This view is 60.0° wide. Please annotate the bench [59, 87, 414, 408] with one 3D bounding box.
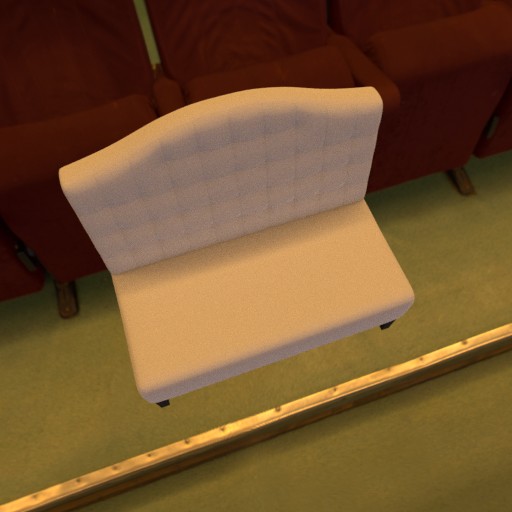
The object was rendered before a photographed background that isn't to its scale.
[{"bbox_3d":[0.000,0.000,2.007,1.335,1.180,0.815,-17,65,-8],"label":"bench"}]
